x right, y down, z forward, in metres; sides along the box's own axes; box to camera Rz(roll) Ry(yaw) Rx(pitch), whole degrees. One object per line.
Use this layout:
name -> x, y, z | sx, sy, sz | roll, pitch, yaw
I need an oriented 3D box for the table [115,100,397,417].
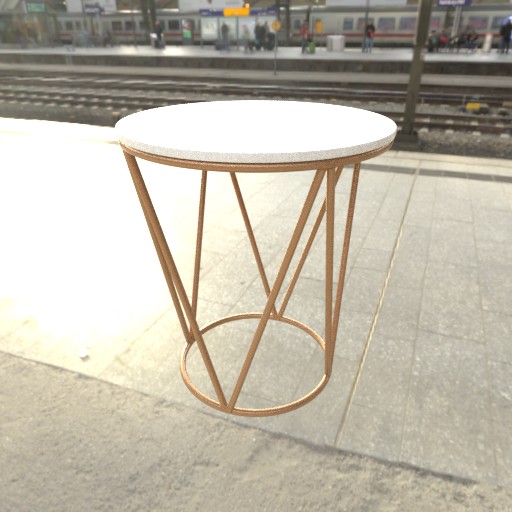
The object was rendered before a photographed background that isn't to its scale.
table -> 0.000, 0.000, 0.945 | 0.500, 0.564, 0.500 | 0, 27, 0
